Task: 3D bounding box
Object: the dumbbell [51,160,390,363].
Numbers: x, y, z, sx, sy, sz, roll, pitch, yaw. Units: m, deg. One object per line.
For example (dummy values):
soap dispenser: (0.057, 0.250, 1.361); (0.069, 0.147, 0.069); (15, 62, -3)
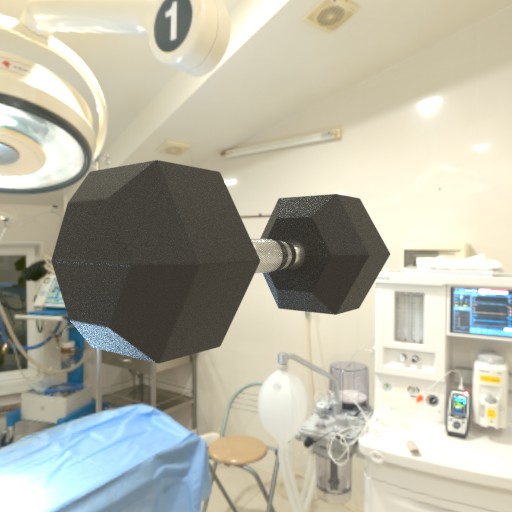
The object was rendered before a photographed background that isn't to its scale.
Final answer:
dumbbell: (0.000, 0.000, 0.403); (0.142, 0.123, 0.337); (1, 2, 37)
